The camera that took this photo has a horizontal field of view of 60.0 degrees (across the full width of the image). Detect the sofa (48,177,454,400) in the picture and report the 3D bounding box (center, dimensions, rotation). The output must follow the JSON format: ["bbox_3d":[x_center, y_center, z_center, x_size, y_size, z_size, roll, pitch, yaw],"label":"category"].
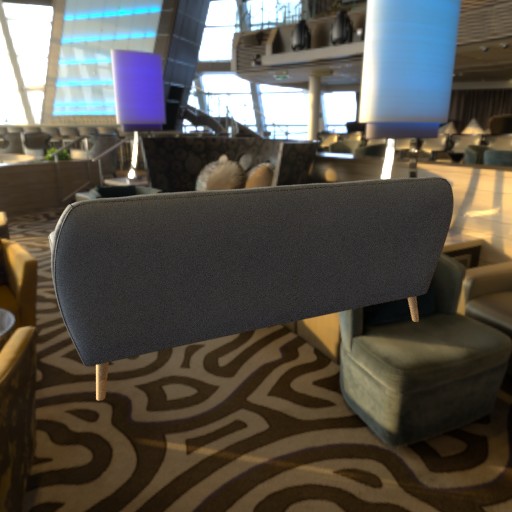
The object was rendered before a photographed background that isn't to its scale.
[{"bbox_3d":[0.000,0.000,2.357,1.975,0.832,0.841,-8,18,-25],"label":"sofa"}]
